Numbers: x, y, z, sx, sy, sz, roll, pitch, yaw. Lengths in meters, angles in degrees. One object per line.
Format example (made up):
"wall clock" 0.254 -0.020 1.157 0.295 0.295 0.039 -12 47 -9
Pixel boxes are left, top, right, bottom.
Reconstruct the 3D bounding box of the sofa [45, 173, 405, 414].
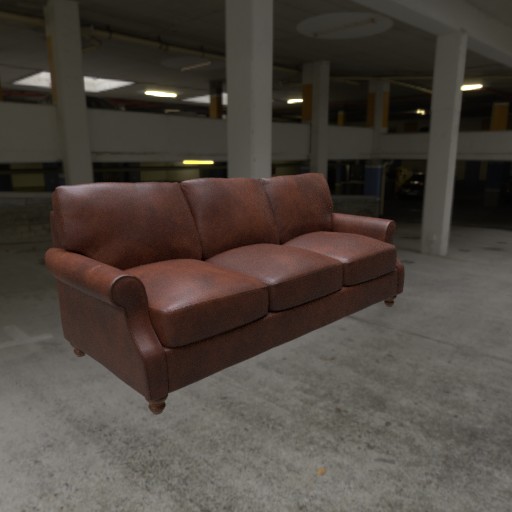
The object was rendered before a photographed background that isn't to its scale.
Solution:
"sofa" 0.000 0.000 2.832 2.351 0.977 0.973 -12 18 -43
